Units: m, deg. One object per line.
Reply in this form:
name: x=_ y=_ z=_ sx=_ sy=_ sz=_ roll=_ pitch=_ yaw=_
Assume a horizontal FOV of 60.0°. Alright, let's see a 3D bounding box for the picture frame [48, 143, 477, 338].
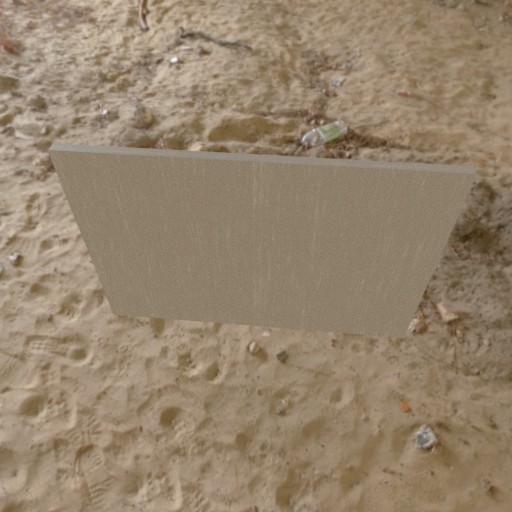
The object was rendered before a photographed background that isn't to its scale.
picture frame: x=0.000 y=0.000 z=1.222 sx=0.950 sy=0.640 sz=0.029 roll=4 pitch=47 yaw=4
